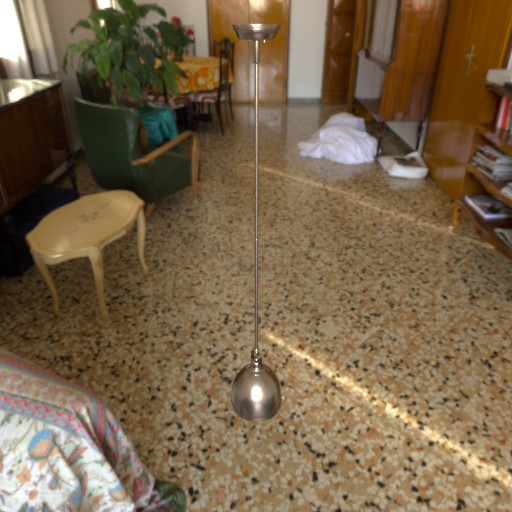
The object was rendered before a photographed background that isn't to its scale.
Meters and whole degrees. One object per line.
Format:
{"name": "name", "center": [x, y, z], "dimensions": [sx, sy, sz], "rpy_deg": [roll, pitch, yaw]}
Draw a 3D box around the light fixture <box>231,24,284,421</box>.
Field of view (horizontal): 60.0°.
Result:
{"name": "light fixture", "center": [0.000, 0.000, 1.480], "dimensions": [0.211, 1.367, 0.217], "rpy_deg": [-20, 35, -30]}
